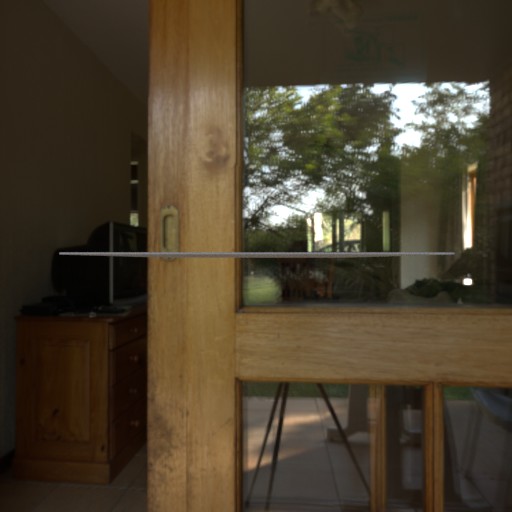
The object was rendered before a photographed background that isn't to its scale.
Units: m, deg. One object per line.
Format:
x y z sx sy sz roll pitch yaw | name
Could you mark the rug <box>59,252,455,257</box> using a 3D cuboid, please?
0.000 0.000 2.902 1.600 0.008 2.235 0 -1 0 | rug
